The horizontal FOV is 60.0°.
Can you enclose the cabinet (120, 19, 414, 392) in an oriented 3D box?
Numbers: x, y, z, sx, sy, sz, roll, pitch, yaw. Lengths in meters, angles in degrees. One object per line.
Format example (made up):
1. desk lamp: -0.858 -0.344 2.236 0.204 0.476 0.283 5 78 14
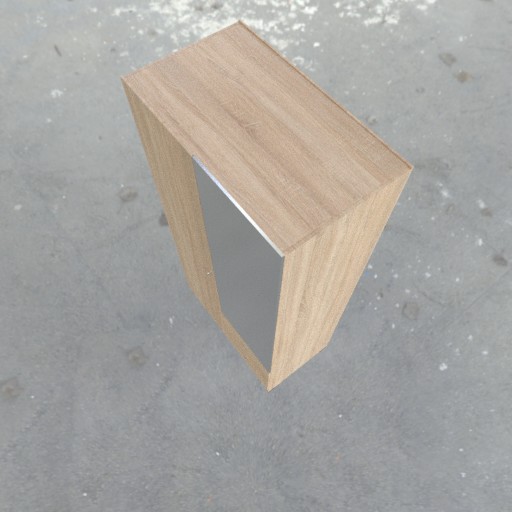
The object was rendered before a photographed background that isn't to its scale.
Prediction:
1. cabinet: 0.000 0.000 2.546 0.590 2.121 1.001 -34 67 -17
